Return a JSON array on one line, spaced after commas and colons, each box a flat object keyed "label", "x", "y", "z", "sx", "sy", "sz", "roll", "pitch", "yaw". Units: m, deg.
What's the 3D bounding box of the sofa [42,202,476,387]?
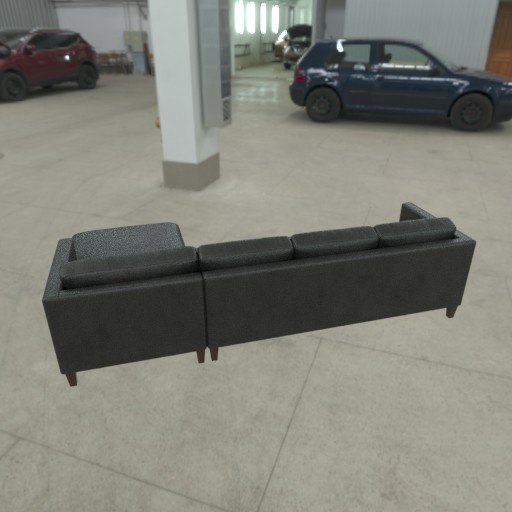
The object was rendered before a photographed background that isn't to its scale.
[{"label": "sofa", "x": 0.000, "y": 0.000, "z": 3.932, "sx": 3.203, "sy": 0.883, "sz": 1.581, "roll": -7, "pitch": 28, "yaw": -14}]
